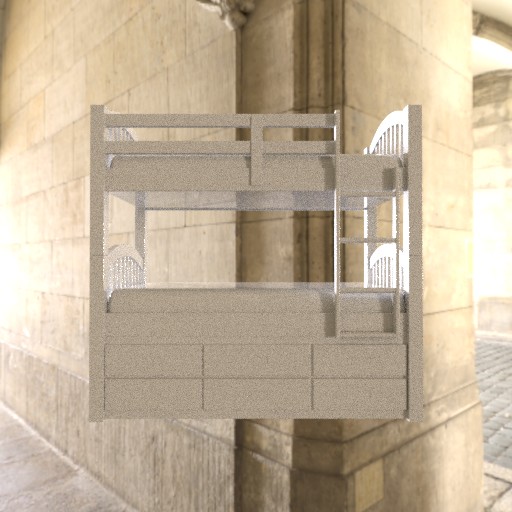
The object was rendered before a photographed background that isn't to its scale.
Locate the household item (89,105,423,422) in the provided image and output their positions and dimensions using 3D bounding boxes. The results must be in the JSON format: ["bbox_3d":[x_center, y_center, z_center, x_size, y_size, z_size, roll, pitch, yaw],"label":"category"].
[{"bbox_3d":[0.000,0.000,3.234,2.032,2.032,1.143,0,-1,0],"label":"household item"}]
